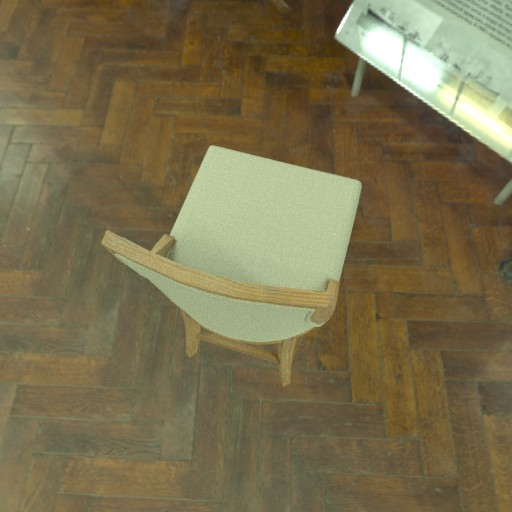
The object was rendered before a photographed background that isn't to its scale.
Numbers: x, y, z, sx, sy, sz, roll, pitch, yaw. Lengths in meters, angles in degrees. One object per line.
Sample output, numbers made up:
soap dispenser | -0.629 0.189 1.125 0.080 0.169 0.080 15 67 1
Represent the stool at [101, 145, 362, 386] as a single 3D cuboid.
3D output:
stool | 0.000 0.000 1.335 0.524 0.938 0.626 15 64 8
